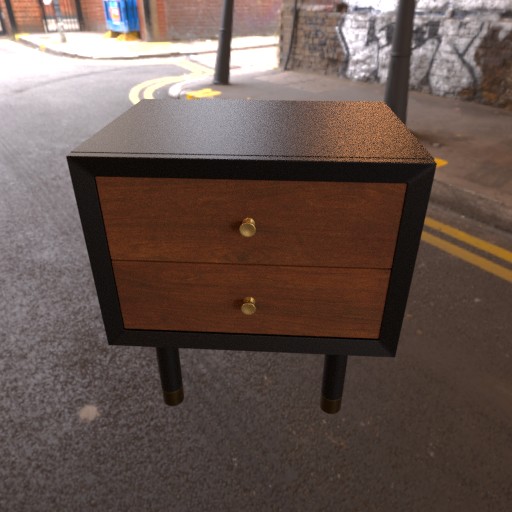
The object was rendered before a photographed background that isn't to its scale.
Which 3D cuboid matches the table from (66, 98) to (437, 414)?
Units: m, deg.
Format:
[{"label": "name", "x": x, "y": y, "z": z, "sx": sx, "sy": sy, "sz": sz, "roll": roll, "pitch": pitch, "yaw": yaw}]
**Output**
[{"label": "table", "x": 0.000, "y": 0.000, "z": 0.994, "sx": 0.564, "sy": 0.584, "sz": 0.441, "roll": 2, "pitch": 31, "yaw": 3}]
